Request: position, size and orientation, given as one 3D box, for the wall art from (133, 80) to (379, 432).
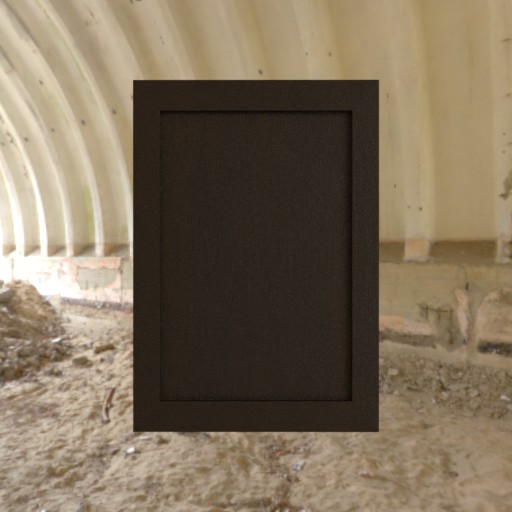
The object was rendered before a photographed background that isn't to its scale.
[{"bbox_3d":[0.000,0.000,0.655,0.359,0.513,0.017,0,0,0],"label":"wall art"}]
